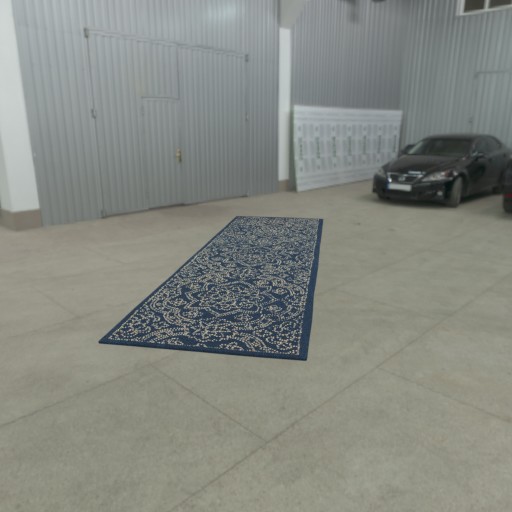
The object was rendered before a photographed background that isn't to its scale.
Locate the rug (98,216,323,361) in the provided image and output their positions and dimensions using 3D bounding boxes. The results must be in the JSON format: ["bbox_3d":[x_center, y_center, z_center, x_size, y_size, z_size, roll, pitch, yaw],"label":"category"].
[{"bbox_3d":[0.000,0.000,2.721,0.769,0.012,2.448,3,16,9],"label":"rug"}]
